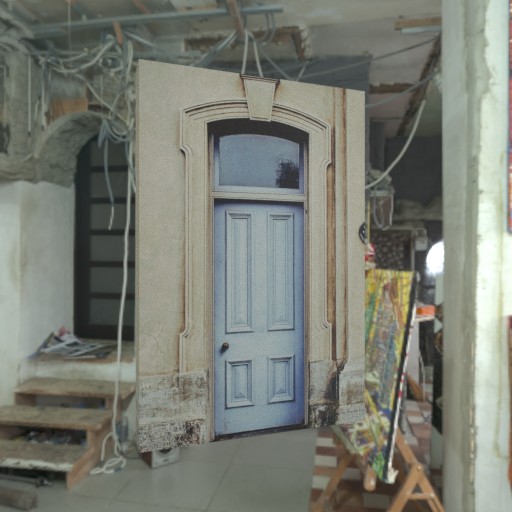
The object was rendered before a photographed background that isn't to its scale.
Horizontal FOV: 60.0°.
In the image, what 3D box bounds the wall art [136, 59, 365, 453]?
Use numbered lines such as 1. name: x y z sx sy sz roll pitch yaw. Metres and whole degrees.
1. wall art: 0.000 0.000 0.489 0.254 0.381 0.038 0 0 -19
